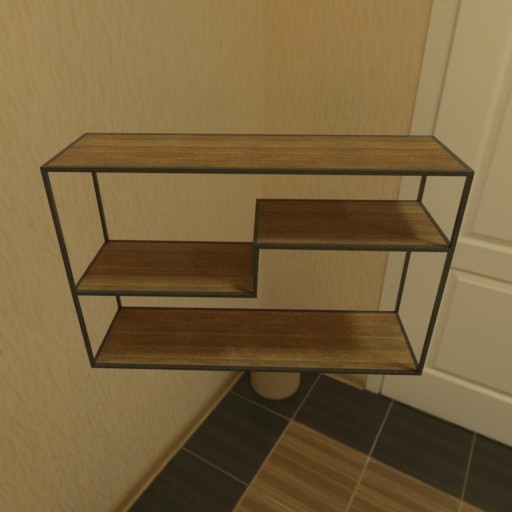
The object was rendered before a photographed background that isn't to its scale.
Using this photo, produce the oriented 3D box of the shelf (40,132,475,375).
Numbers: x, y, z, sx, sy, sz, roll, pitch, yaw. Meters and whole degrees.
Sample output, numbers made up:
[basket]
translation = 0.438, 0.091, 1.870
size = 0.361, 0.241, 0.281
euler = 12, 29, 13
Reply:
[shelf]
translation = 0.000, 0.000, 1.567
size = 1.201, 0.765, 0.361
euler = 1, 31, 1
